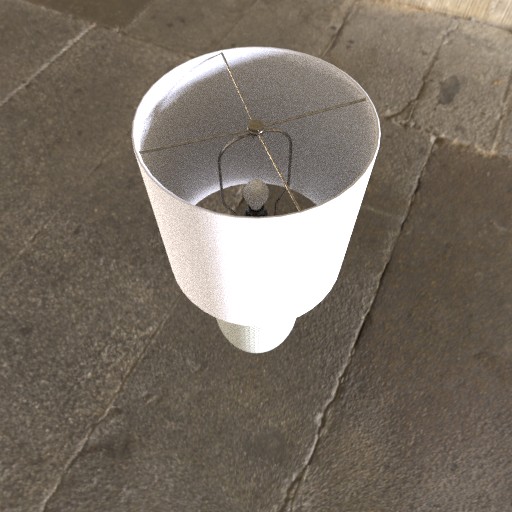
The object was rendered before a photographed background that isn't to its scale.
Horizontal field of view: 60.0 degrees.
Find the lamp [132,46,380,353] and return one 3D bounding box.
[{"bbox_3d":[0.000,0.000,0.582,0.217,0.453,0.217,-16,60,-10],"label":"lamp"}]
